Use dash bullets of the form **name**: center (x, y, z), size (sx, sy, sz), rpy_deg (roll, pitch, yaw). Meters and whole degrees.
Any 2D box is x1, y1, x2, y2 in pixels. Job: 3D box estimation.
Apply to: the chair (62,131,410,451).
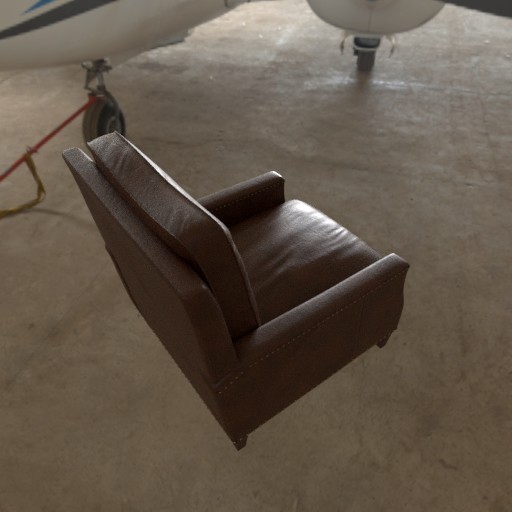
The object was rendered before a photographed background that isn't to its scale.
- **chair**: center (0.000, 0.000, 1.778), size (1.035, 1.054, 0.854), rpy_deg (-26, 48, -26)
